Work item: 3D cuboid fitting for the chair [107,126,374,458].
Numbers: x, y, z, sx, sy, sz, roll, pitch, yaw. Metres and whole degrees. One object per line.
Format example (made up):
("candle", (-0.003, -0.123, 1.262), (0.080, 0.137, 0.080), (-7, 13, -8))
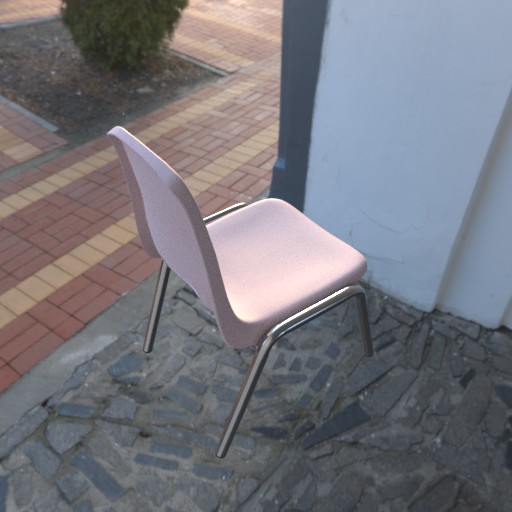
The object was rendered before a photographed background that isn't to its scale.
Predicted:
("chair", (0.000, 0.000, 0.845), (0.423, 0.586, 0.354), (-26, 47, -27))
